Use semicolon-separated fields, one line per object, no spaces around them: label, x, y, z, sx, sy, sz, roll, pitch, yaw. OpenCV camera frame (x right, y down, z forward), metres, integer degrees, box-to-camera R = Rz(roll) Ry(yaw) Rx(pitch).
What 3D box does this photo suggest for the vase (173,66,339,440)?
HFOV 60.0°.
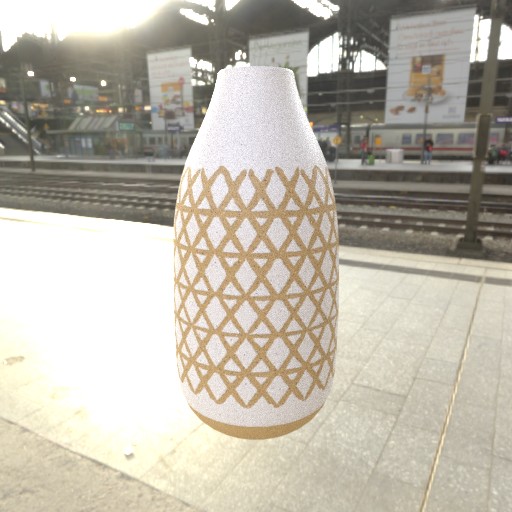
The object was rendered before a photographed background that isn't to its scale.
vase;0.000;0.000;0.491;0.186;0.380;0.186;0;14;0
